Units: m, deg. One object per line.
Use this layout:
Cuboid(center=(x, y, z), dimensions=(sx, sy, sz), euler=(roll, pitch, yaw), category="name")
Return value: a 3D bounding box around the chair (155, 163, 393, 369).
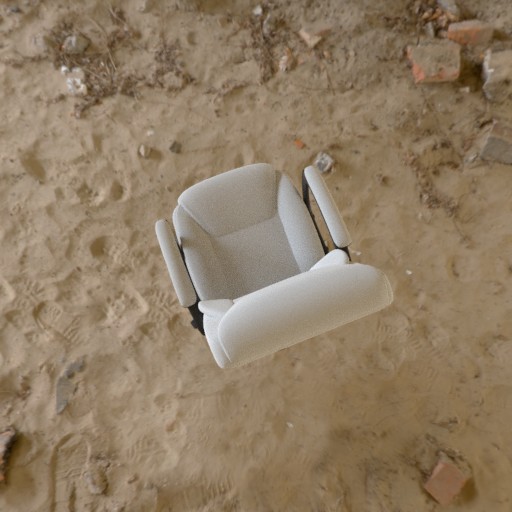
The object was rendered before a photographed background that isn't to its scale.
Cuboid(center=(0.000, 0.000, 1.510), dimensions=(0.663, 1.065, 0.669), euler=(-21, 76, -5), category="chair")
